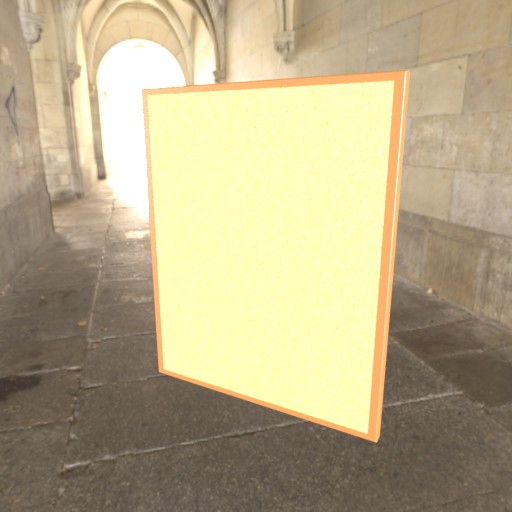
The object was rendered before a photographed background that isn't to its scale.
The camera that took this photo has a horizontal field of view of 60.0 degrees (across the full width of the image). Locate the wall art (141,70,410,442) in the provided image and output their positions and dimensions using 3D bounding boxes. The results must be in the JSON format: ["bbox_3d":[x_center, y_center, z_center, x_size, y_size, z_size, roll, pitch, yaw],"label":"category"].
[{"bbox_3d":[0.000,0.000,0.745,0.449,0.550,0.021,8,17,28],"label":"wall art"}]
